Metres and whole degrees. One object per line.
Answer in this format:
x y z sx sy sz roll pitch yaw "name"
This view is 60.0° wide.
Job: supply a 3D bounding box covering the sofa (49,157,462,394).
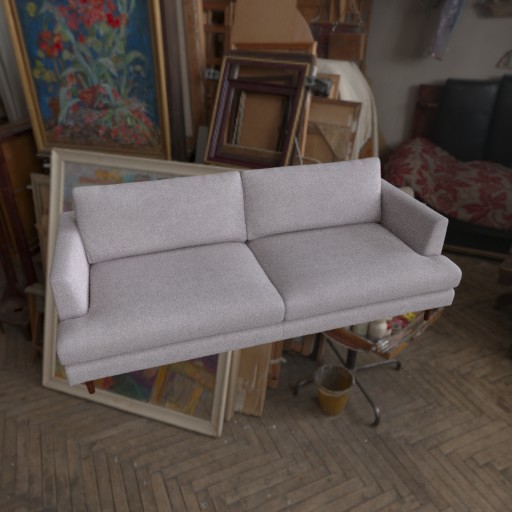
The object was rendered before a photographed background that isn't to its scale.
0.000 0.000 2.725 2.250 0.868 1.020 -9 31 -15 "sofa"
